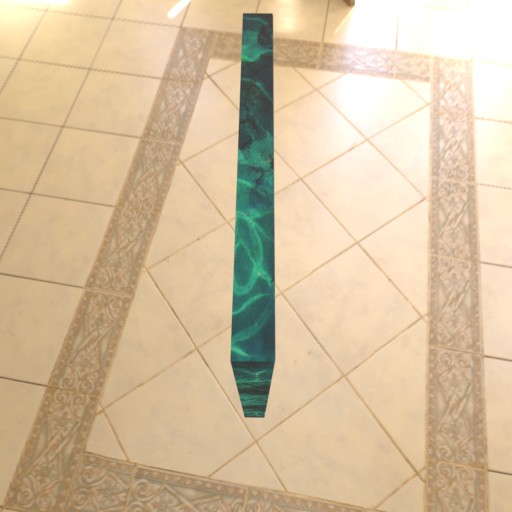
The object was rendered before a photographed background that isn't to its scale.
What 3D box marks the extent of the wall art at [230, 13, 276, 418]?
[{"bbox_3d":[0.000,0.000,0.692,0.038,0.508,0.432,1,65,0],"label":"wall art"}]
